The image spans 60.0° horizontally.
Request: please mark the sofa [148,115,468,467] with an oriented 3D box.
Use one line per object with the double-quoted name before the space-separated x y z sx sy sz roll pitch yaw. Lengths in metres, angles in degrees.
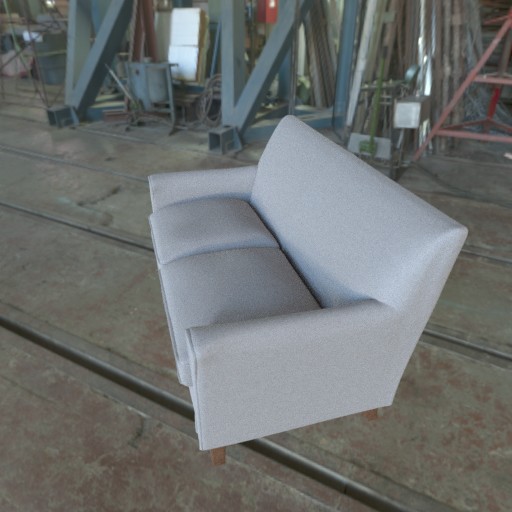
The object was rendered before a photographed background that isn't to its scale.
"sofa" 0.000 0.000 2.033 0.888 0.890 1.482 -9 32 -14
